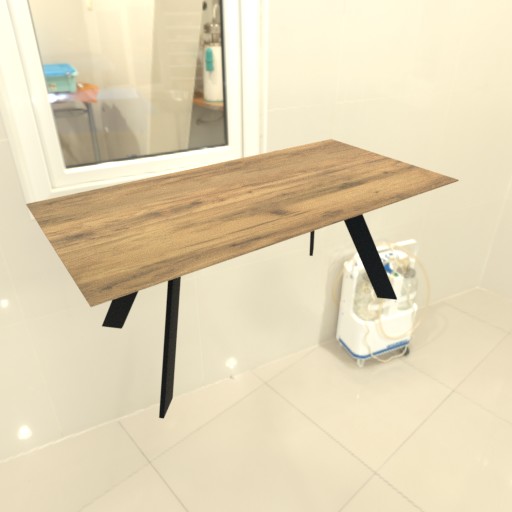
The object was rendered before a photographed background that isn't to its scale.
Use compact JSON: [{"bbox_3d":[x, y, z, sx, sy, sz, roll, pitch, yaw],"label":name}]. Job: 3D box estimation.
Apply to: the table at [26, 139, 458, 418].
[{"bbox_3d":[0.000,0.000,2.468,2.000,0.770,1.000,-19,35,-30],"label":"table"}]
